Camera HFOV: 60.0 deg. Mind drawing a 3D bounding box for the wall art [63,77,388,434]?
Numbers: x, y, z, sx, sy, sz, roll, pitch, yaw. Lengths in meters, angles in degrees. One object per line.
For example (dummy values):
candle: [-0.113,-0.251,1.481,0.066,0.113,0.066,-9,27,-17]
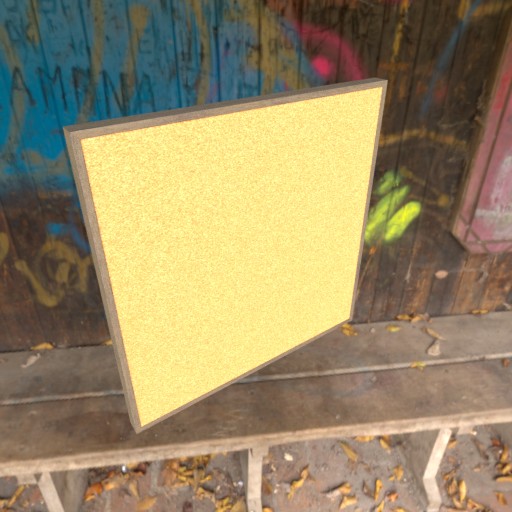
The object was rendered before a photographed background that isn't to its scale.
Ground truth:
wall art: [0.000,0.000,1.108,0.758,0.758,0.039,-20,37,-29]
